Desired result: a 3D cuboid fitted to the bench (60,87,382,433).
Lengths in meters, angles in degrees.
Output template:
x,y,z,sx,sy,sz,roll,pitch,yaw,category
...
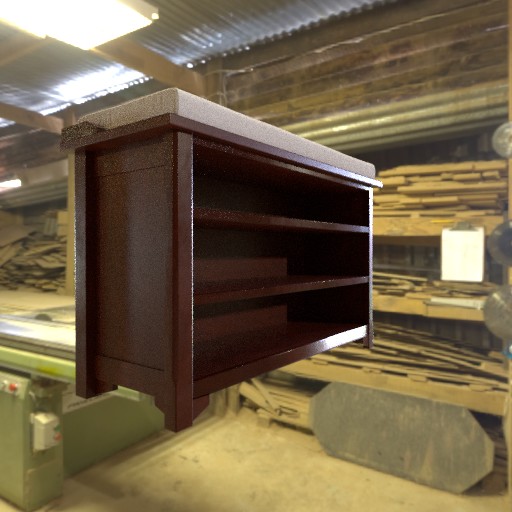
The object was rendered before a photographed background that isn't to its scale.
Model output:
x,y,z,sx,sy,sz,roll,pitch,yaw,category
0.000,0.000,1.292,0.369,0.646,0.987,0,1,37,bench
